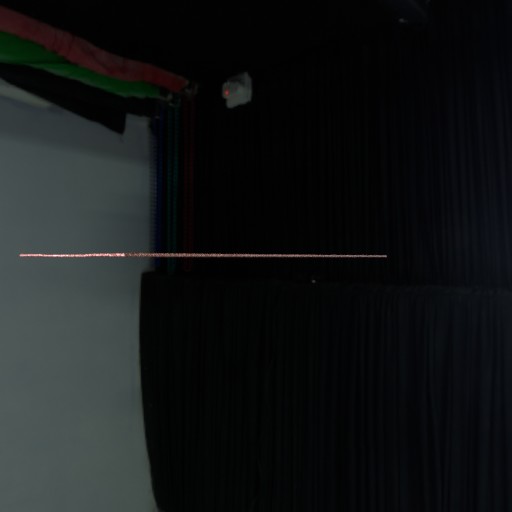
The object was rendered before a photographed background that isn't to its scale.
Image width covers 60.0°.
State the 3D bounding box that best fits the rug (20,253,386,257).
[{"bbox_3d":[0.000,0.000,2.514,0.687,0.012,2.307,0,0,36],"label":"rug"}]
